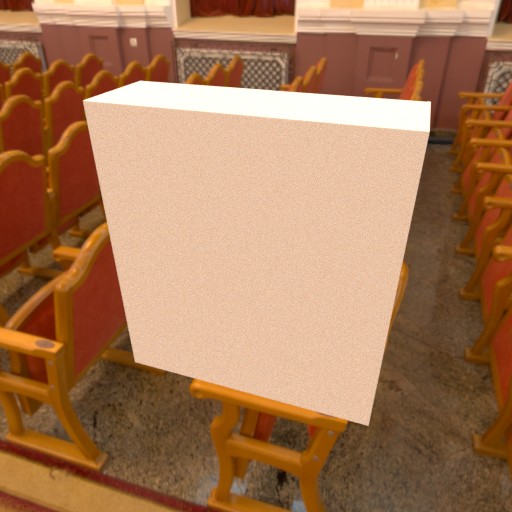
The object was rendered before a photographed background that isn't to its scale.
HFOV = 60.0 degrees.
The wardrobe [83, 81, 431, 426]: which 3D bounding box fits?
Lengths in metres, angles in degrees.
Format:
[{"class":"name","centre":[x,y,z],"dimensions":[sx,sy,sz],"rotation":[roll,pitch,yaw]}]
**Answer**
[{"class":"wardrobe","centre":[0.000,0.000,2.988],"dimensions":[1.830,2.020,0.600],"rotation":[10,33,16]}]
